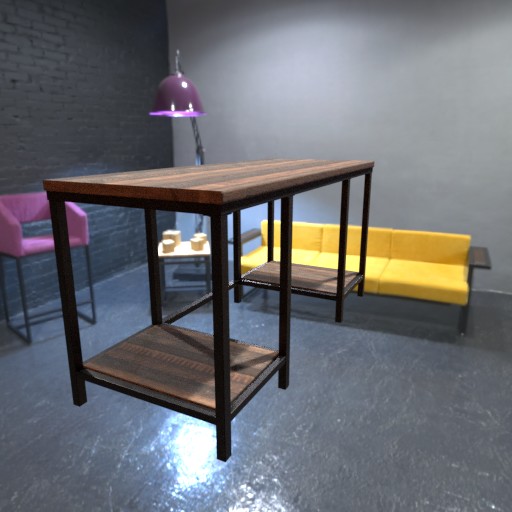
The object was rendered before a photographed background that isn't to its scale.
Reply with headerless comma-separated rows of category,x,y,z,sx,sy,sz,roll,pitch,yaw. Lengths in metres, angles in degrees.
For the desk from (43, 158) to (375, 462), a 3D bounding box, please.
desk,0.000,0.000,1.924,0.617,0.753,1.538,8,17,26
